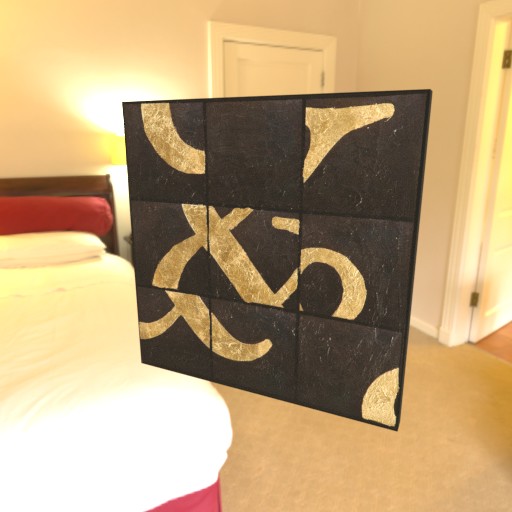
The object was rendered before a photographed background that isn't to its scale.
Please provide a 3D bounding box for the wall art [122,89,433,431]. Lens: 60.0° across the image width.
[{"bbox_3d":[0.000,0.000,1.119,0.758,0.758,0.044,7,17,25],"label":"wall art"}]
